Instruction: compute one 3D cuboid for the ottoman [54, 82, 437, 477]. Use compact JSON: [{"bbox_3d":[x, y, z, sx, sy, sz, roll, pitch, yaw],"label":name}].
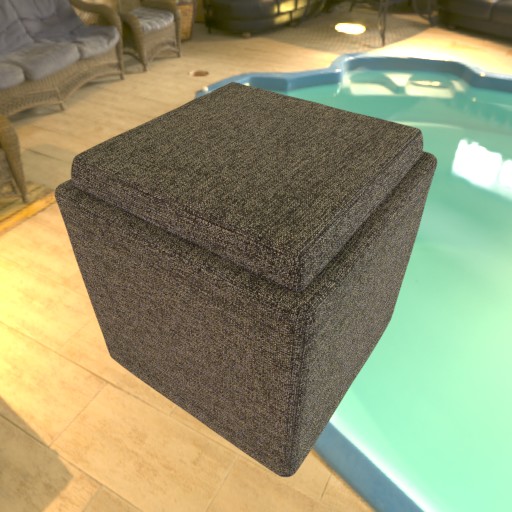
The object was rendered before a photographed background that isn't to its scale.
[{"bbox_3d":[0.000,0.000,0.808,0.450,0.463,0.450,25,46,26],"label":"ottoman"}]
